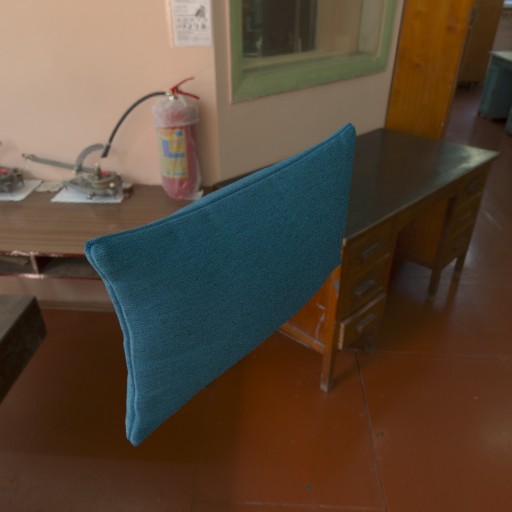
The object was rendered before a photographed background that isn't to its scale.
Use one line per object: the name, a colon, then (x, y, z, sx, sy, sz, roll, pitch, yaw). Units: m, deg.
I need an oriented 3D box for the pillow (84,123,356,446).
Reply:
pillow: (0.000, 0.000, 0.781, 0.210, 0.338, 0.633, 22, 38, 31)
